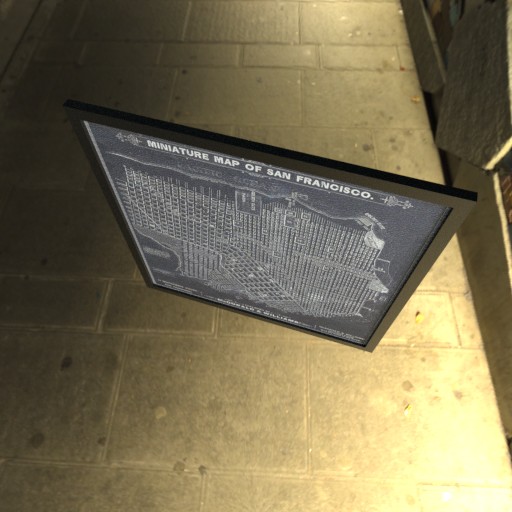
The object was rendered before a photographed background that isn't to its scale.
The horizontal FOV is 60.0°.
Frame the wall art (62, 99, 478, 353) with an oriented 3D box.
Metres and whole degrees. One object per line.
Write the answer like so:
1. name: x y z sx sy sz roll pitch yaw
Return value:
1. wall art: 0.000 0.000 1.179 0.807 0.807 0.022 15 60 9
